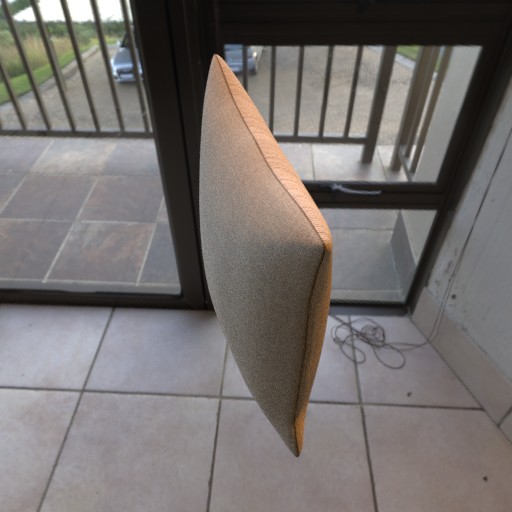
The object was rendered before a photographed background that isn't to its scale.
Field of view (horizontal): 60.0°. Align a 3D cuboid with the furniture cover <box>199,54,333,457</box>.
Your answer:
[{"bbox_3d":[0.000,0.000,0.767,0.178,0.506,0.512,-11,46,-11],"label":"furniture cover"}]
